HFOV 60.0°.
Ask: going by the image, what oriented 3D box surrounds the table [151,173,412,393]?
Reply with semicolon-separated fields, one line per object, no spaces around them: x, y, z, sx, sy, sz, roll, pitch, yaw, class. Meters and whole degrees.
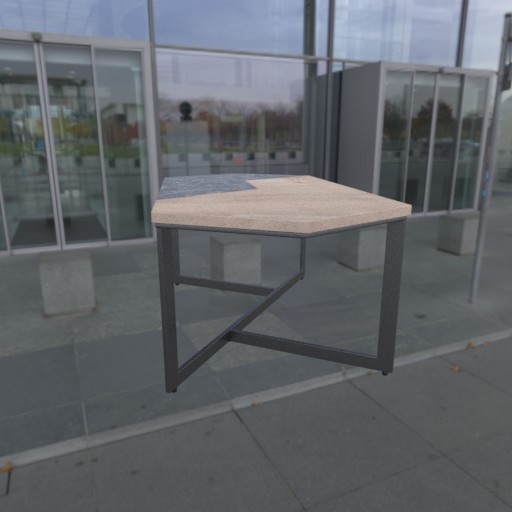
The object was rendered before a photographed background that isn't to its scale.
0.000;0.000;1.492;0.609;0.457;1.219;-2;15;-9;table
